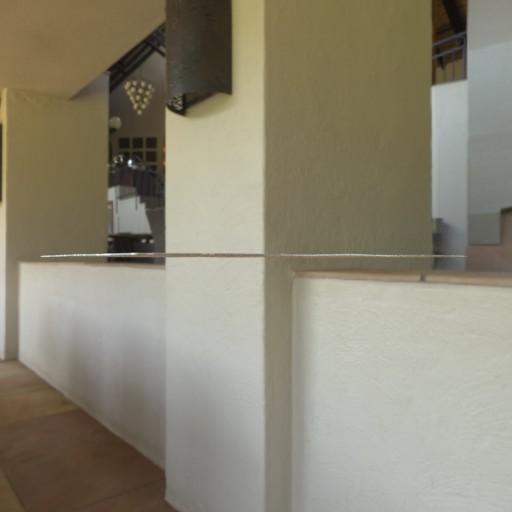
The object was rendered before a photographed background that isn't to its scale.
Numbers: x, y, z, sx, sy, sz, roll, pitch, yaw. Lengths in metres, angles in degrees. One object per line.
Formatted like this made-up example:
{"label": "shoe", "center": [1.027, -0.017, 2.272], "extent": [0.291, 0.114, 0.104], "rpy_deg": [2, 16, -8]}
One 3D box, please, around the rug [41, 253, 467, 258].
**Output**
{"label": "rug", "center": [0.000, 0.000, 2.708], "extent": [2.133, 0.013, 1.522], "rpy_deg": [0, -1, -37]}
